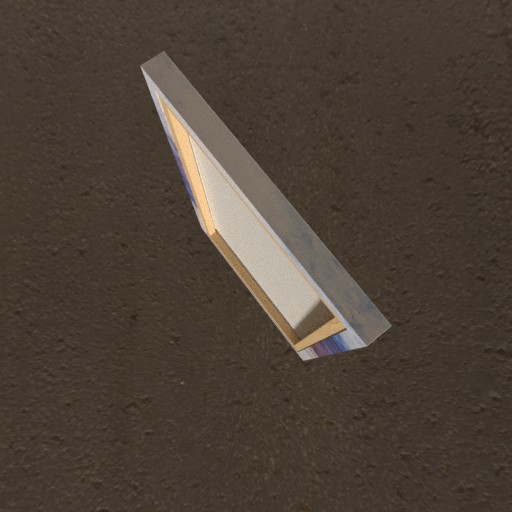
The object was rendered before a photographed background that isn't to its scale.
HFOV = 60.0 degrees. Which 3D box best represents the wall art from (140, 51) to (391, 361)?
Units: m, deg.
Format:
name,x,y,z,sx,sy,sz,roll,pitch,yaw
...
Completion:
name,x,y,z,sx,sy,sz,roll,pitch,yaw
wall art,0.000,0.000,1.115,0.048,0.874,0.583,-36,78,-9
